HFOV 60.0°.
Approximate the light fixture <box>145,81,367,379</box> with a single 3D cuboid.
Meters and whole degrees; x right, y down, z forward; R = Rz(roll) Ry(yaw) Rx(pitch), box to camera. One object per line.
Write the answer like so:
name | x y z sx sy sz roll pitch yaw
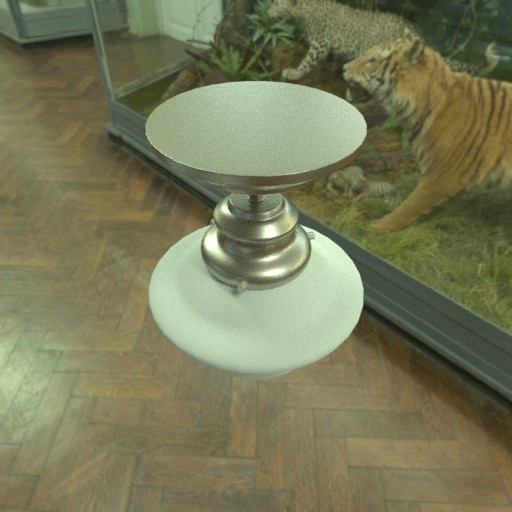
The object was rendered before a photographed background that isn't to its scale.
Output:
light fixture | 0.000 0.000 0.394 0.199 0.254 0.199 0 41 0
